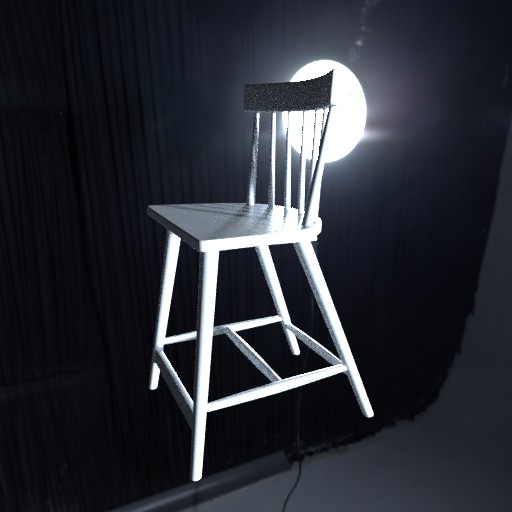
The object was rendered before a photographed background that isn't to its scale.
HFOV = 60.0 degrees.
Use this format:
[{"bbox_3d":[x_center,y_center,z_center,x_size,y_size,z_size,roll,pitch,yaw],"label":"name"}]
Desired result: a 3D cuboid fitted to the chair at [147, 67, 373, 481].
[{"bbox_3d":[0.000,0.000,1.257,0.572,0.952,0.483,-8,18,-25],"label":"chair"}]
